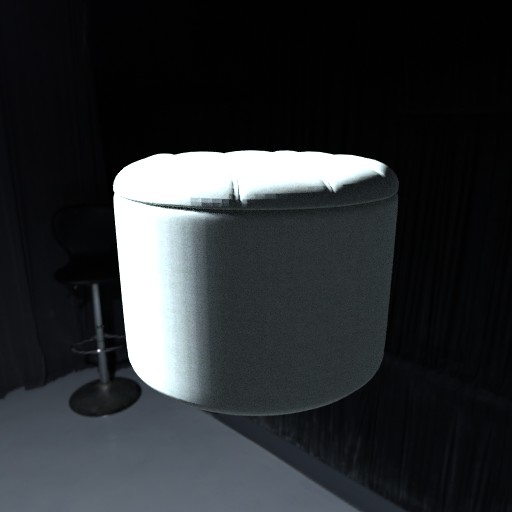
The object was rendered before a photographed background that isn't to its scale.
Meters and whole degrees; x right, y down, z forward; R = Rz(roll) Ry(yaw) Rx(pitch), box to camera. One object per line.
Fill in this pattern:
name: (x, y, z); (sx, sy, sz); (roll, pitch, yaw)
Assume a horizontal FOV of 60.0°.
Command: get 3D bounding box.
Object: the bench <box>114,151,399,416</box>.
bench: (0.000, 0.000, 1.017); (0.600, 0.453, 0.600); (0, 16, 0)
